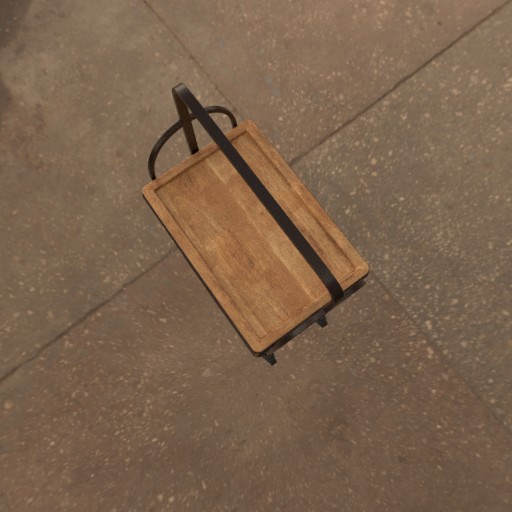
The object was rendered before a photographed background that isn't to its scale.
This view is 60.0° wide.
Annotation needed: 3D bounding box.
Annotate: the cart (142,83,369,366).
[{"bbox_3d":[0.000,0.000,1.227,0.327,1.001,0.553,-35,79,-8],"label":"cart"}]
